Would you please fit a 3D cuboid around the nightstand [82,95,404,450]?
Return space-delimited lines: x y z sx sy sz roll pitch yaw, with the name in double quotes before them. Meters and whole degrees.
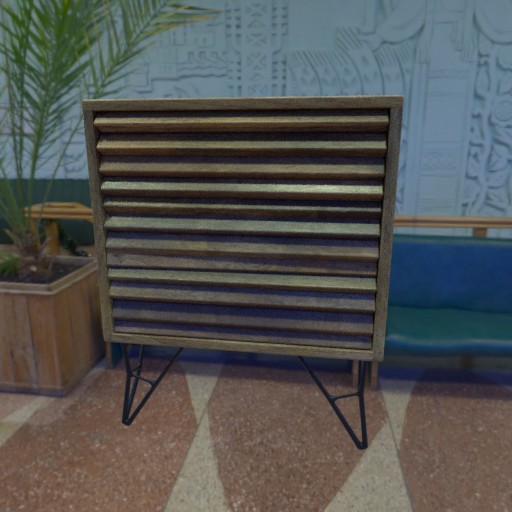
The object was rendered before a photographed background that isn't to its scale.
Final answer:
"nightstand" 0.000 0.000 0.877 0.457 0.559 0.406 2 15 9
